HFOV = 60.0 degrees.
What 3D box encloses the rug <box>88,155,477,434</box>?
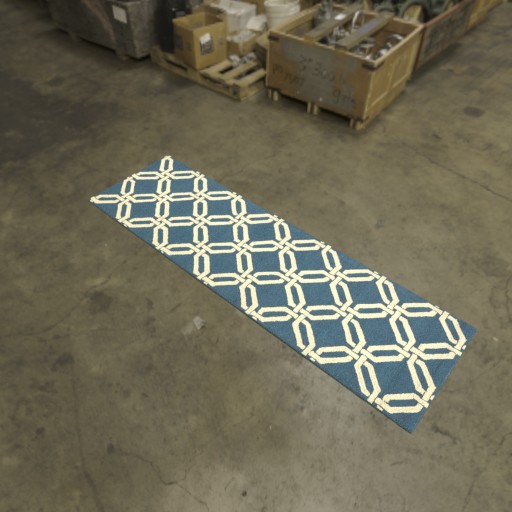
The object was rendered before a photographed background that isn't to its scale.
[{"bbox_3d":[0.000,0.000,2.498,2.276,0.014,0.678,32,54,27],"label":"rug"}]
